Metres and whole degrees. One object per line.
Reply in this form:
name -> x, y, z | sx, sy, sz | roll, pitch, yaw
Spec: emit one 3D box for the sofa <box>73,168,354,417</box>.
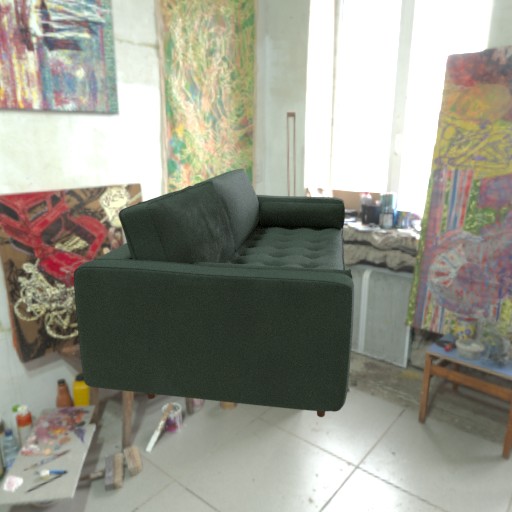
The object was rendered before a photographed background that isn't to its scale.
sofa -> 0.000, 0.000, 2.287 | 0.916, 0.772, 1.880 | 3, 16, 10
